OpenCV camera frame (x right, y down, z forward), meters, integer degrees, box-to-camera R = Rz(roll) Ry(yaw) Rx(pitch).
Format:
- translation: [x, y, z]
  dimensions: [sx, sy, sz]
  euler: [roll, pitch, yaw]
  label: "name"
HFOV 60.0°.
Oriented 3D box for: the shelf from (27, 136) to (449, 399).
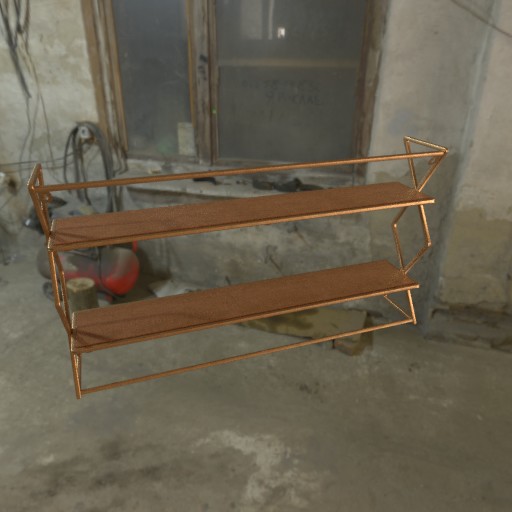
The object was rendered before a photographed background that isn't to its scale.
- translation: [0.000, 0.000, 0.987]
  dimensions: [0.822, 0.450, 0.150]
  euler: [-9, 27, -17]
  label: "shelf"
